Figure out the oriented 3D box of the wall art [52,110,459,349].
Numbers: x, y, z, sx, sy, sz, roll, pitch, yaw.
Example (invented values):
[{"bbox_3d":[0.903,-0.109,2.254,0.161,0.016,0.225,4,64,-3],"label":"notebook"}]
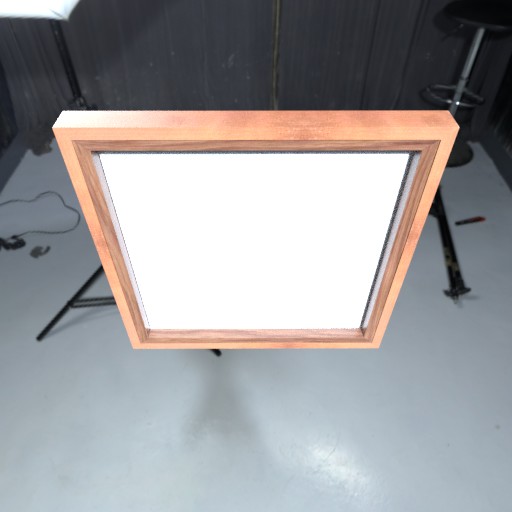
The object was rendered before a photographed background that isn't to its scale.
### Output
[{"bbox_3d":[0.000,0.000,0.595,0.403,0.403,0.035,0,46,0],"label":"wall art"}]
